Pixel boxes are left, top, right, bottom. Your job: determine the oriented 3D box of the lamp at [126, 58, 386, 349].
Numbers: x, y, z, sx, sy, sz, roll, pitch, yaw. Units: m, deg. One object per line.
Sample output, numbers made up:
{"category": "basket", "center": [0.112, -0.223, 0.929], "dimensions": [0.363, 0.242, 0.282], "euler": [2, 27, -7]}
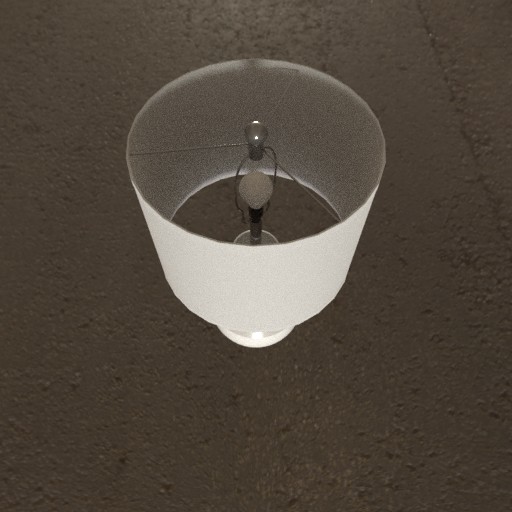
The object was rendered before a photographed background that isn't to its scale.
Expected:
{"category": "lamp", "center": [0.000, 0.000, 0.877], "dimensions": [0.357, 0.673, 0.357], "euler": [-33, 64, -18]}
